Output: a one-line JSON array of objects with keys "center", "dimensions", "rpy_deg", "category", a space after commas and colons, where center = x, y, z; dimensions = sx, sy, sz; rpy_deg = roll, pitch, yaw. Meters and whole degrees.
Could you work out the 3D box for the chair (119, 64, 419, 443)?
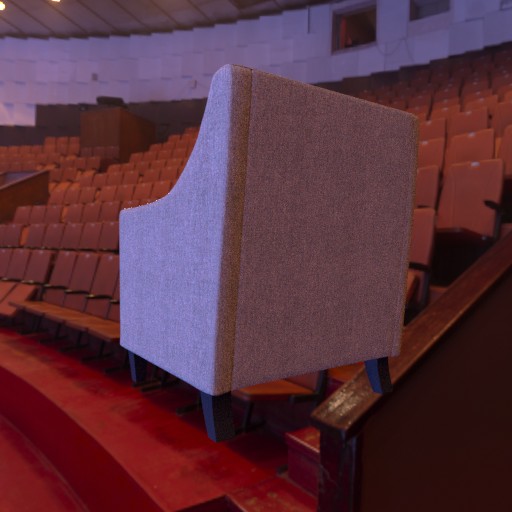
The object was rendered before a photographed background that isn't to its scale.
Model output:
[{"center": [0.000, 0.000, 1.638], "dimensions": [0.776, 0.967, 0.884], "rpy_deg": [-1, 1, -35], "category": "chair"}]
